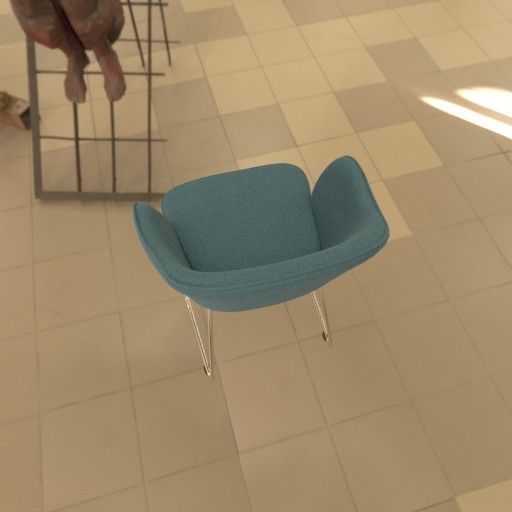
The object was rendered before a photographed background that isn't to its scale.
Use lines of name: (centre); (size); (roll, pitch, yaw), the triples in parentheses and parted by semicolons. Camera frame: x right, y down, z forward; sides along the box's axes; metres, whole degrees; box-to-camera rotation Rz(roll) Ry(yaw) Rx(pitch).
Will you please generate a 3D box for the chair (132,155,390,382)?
chair: (0.000, 0.000, 1.242); (0.570, 0.815, 0.585); (-14, 60, -8)
